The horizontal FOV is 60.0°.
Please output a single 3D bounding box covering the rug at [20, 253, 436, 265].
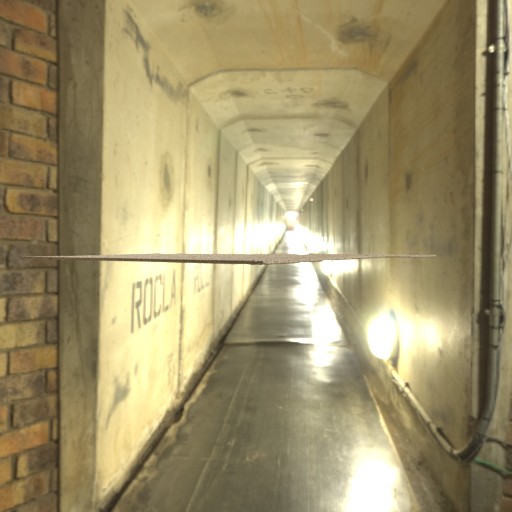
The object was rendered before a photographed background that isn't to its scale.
[{"bbox_3d":[0.000,0.000,4.721,2.757,0.051,3.626,1,1,36],"label":"rug"}]
